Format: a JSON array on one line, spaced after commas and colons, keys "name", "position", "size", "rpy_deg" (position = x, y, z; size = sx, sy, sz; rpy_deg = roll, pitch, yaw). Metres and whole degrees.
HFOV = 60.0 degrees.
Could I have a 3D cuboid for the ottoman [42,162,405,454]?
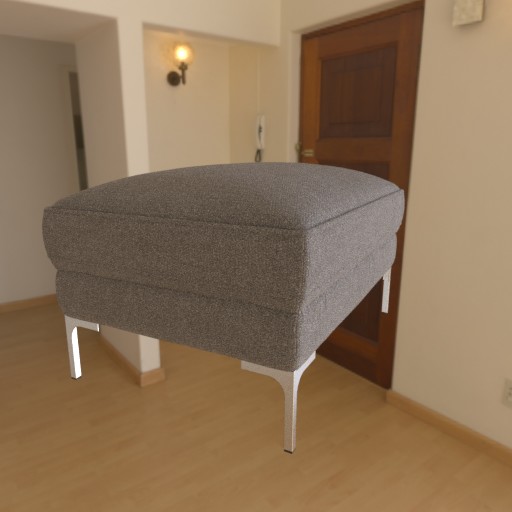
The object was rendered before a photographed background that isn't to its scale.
[{"name": "ottoman", "position": [0.000, 0.000, 1.133], "size": [0.583, 0.464, 0.785], "rpy_deg": [7, 15, 27]}]
